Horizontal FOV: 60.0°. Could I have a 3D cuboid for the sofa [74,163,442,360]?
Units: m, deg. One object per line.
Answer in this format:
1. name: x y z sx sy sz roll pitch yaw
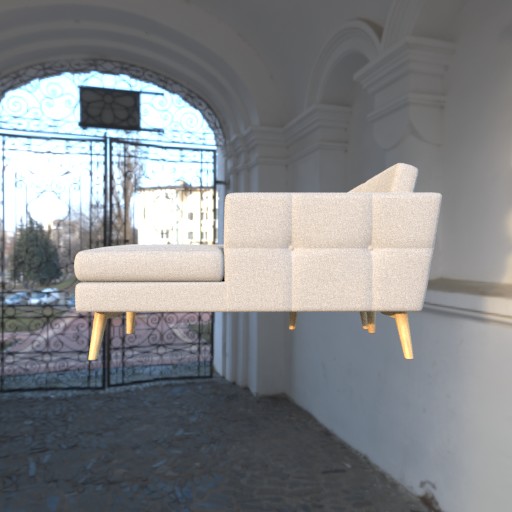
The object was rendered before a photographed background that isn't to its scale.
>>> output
1. sofa: 0.000 0.000 2.830 1.530 0.860 2.040 0 1 -1
